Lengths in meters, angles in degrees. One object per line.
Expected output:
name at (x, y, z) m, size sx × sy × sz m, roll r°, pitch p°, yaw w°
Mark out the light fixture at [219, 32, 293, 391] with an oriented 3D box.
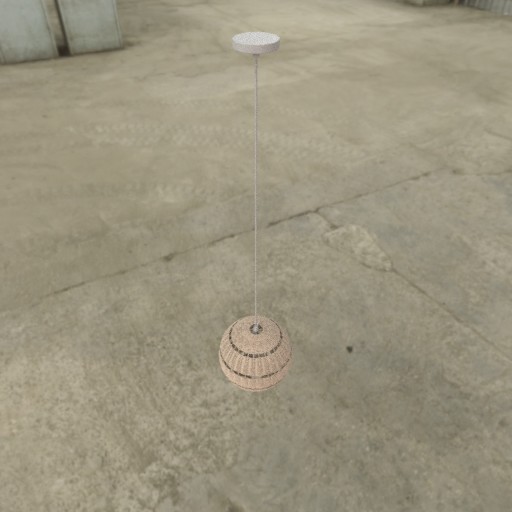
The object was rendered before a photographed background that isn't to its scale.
light fixture at (0.000, 0.000, 2.218) m, size 0.457 × 2.019 × 0.457 m, roll -1°, pitch 41°, yaw -1°
